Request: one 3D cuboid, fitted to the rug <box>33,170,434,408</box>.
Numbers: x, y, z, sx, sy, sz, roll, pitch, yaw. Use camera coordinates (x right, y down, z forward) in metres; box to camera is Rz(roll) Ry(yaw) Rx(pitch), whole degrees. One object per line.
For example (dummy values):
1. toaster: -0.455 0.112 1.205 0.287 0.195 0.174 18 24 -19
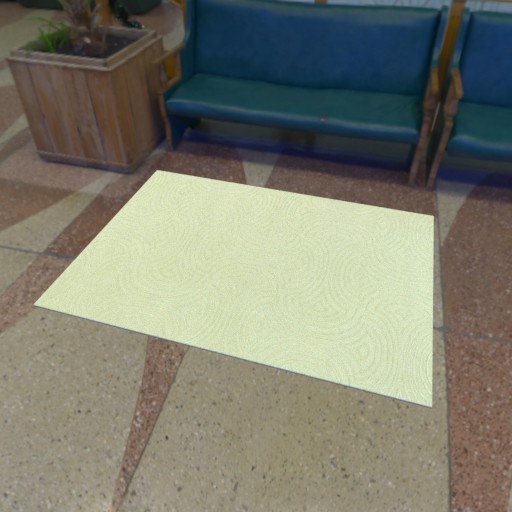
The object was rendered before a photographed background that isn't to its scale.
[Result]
1. rug: 0.000 0.000 2.785 2.132 0.015 1.526 11 43 13
